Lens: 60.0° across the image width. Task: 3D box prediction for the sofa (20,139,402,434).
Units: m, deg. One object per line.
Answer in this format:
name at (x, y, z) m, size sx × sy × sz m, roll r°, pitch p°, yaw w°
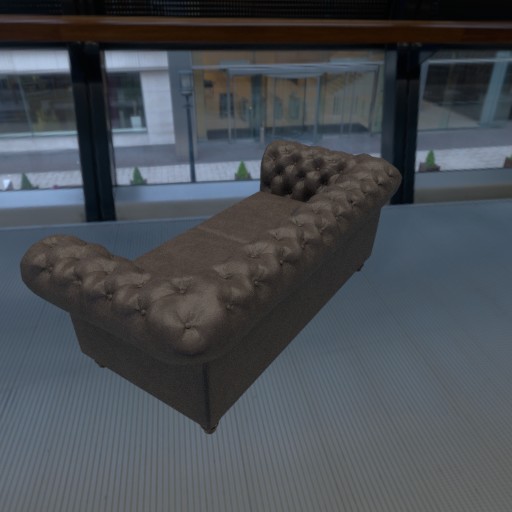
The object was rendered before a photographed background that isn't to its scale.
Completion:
sofa at (0.000, 0.000, 2.411) m, size 0.944 × 0.779 × 2.048 m, roll 19°, pitch 35°, yaw 29°
